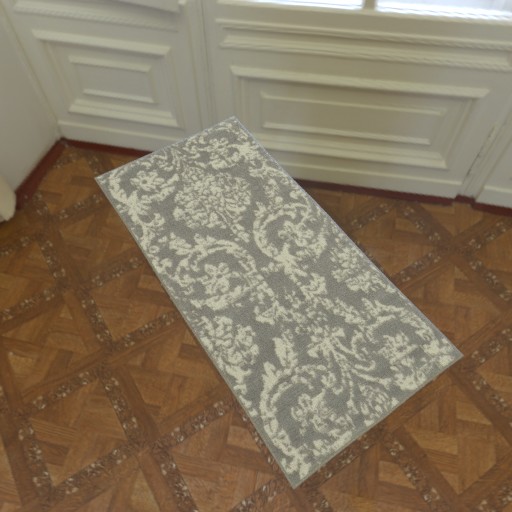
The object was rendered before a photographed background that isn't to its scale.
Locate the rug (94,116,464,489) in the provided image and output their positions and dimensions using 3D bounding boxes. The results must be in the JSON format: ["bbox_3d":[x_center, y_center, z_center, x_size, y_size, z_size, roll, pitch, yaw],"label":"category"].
[{"bbox_3d":[0.000,0.000,1.439,0.604,0.007,1.219,-30,62,-17],"label":"rug"}]
